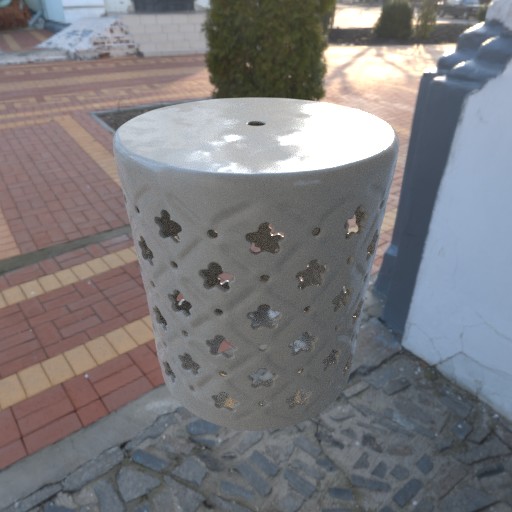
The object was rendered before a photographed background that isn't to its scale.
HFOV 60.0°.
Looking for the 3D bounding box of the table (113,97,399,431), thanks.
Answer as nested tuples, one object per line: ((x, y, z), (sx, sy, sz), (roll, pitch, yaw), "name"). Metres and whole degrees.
((0.000, 0.000, 0.653), (0.352, 0.387, 0.352), (0, 31, 0), "table")
